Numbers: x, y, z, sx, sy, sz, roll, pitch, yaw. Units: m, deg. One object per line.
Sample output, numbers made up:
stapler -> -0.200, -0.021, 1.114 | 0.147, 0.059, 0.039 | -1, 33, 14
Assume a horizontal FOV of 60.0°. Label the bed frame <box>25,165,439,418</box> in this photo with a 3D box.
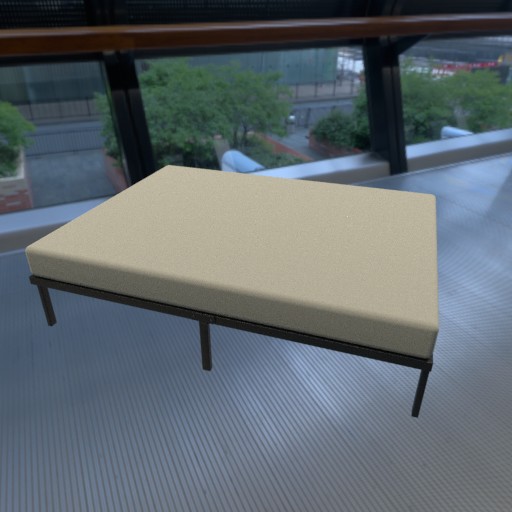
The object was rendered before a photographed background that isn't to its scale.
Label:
bed frame -> 0.000, 0.000, 3.544 | 2.635, 0.680, 1.990 | 9, 30, 17
